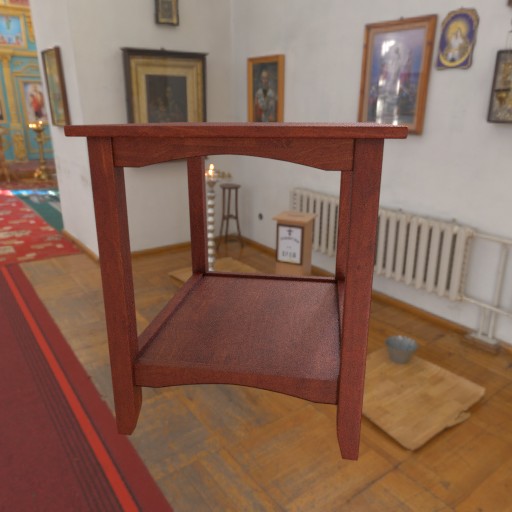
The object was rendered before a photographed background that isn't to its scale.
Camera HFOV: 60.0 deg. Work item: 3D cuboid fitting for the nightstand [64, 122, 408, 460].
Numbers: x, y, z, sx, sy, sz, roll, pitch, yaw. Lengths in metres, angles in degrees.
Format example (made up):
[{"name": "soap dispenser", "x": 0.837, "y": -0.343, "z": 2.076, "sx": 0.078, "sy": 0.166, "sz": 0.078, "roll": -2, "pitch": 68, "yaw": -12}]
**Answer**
[{"name": "nightstand", "x": 0.000, "y": 0.000, "z": 0.975, "sx": 0.501, "sy": 0.558, "sz": 0.558, "roll": 3, "pitch": 17, "yaw": 8}]
